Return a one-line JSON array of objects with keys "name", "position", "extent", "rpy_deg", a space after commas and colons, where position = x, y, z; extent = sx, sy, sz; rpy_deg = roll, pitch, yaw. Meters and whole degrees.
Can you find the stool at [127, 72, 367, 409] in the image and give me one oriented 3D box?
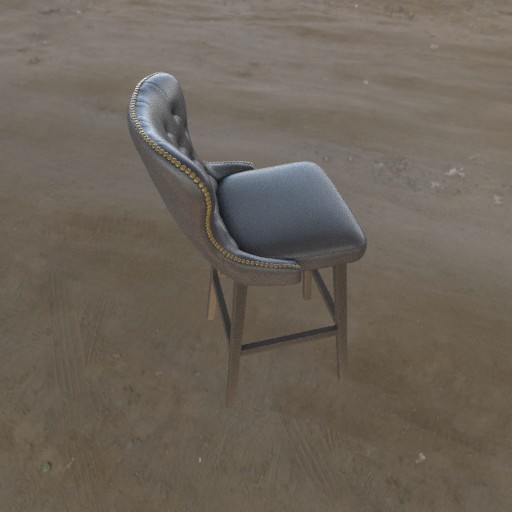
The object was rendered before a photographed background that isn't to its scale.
[{"name": "stool", "position": [0.000, 0.000, 1.406], "extent": [0.601, 1.050, 0.528], "rpy_deg": [-10, 45, -10]}]
